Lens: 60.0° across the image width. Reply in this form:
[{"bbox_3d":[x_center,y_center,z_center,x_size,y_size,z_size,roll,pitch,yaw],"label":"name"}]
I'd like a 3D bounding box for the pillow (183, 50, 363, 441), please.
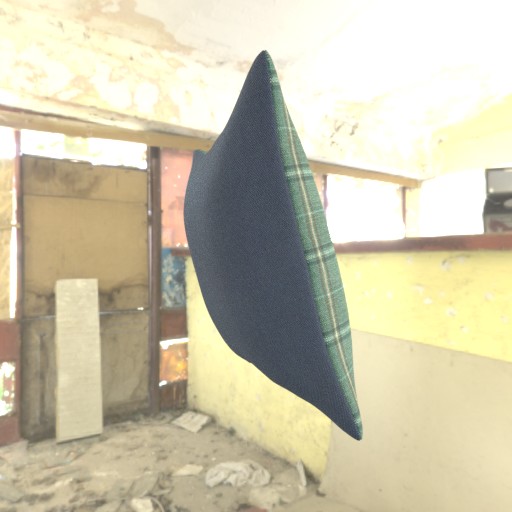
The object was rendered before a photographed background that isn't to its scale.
[{"bbox_3d":[0.000,0.000,0.691,0.200,0.430,0.453,0,-1,-17],"label":"pillow"}]
